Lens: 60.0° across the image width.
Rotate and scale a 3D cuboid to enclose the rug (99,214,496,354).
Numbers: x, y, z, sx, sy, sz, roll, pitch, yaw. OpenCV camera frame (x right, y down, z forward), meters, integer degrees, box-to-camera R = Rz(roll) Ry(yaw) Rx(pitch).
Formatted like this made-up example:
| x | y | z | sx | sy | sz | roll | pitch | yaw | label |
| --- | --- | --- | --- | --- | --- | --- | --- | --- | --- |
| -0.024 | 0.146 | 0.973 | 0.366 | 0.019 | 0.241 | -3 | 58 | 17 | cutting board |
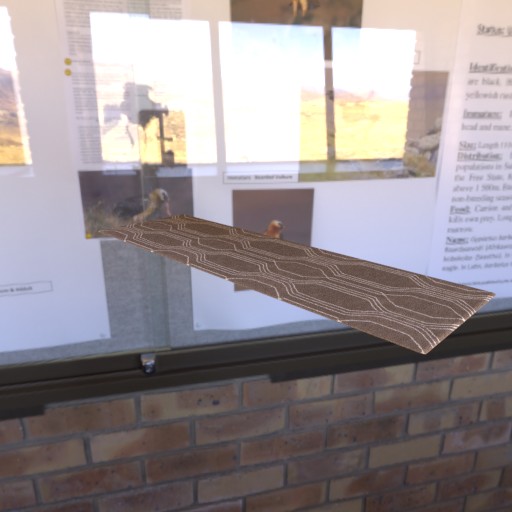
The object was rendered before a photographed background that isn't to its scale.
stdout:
| x | y | z | sx | sy | sz | roll | pitch | yaw | label |
| --- | --- | --- | --- | --- | --- | --- | --- | --- | --- |
| 0.000 | 0.000 | 2.678 | 2.464 | 0.012 | 0.773 | 17 | 24 | 42 | rug |
